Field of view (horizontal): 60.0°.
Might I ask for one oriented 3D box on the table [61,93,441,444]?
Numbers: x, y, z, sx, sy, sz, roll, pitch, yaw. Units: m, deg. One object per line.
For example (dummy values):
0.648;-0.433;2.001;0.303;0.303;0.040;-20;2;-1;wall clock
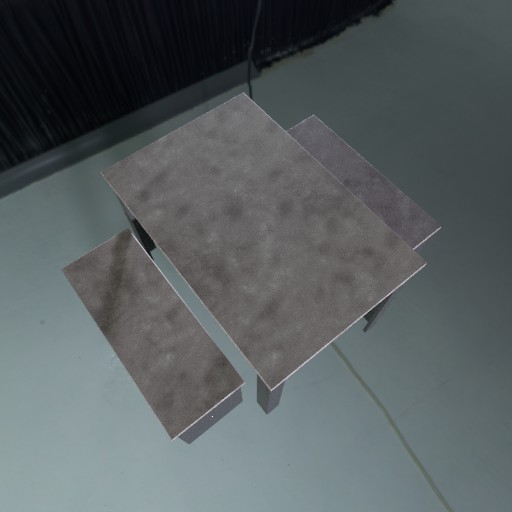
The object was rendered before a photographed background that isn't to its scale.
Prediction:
0.000;0.000;2.018;1.443;0.700;1.100;-35;68;-17;table
